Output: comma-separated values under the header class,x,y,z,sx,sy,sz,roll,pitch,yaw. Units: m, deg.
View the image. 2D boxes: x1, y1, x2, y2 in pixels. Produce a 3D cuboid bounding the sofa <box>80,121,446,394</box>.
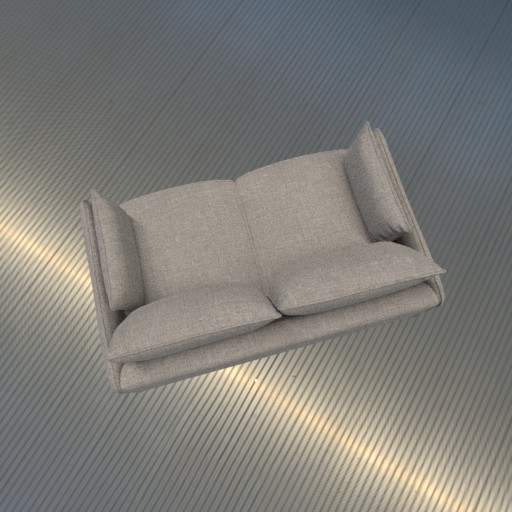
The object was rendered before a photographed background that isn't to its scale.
class,x,y,z,sx,sy,sz,roll,pitch,yaw
sofa,0.000,0.000,2.219,1.580,0.851,0.972,-15,75,-4
